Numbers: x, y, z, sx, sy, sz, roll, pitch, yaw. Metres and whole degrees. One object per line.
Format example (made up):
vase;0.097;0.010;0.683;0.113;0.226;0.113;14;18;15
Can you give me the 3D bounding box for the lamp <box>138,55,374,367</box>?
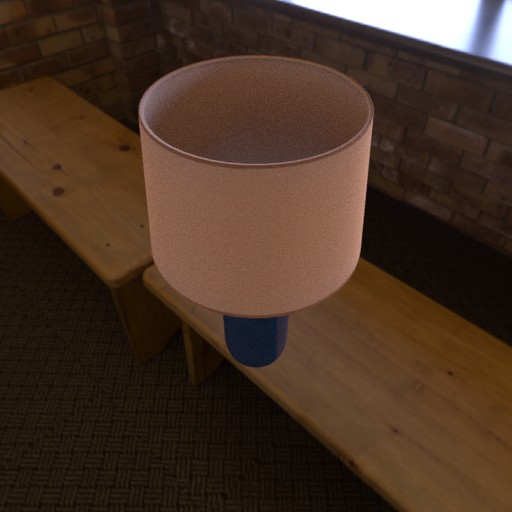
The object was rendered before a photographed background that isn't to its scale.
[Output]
lamp;0.000;0.000;0.827;0.367;0.609;0.367;0;45;0
